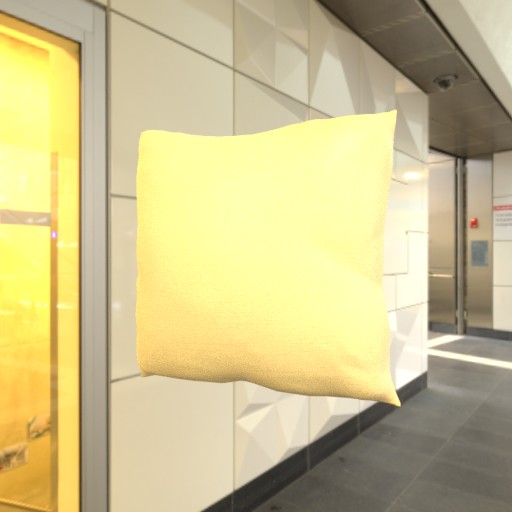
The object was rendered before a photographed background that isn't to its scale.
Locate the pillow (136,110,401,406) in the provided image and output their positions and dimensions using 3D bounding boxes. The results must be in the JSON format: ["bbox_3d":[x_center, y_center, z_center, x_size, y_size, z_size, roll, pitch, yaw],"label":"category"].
[{"bbox_3d":[0.000,0.000,0.726,0.450,0.448,0.245,0,0,19],"label":"pillow"}]
